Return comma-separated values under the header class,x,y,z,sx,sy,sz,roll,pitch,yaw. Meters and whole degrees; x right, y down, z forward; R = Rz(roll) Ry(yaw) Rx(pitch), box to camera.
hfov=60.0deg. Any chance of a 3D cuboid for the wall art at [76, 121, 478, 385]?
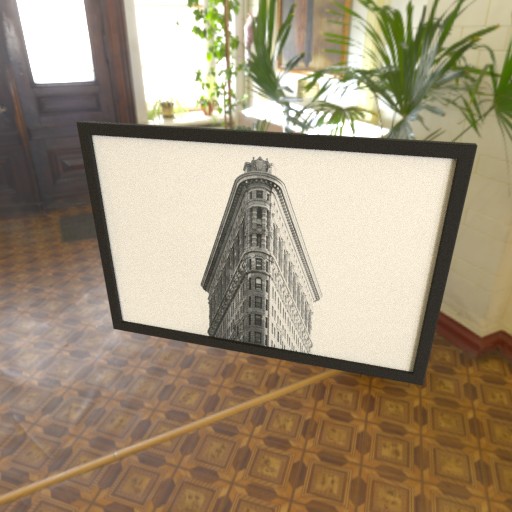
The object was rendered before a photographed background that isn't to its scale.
class,x,y,z,sx,sy,sz,roll,pitch,yaw
wall art,0.000,0.000,1.198,0.964,0.659,0.049,8,28,15
